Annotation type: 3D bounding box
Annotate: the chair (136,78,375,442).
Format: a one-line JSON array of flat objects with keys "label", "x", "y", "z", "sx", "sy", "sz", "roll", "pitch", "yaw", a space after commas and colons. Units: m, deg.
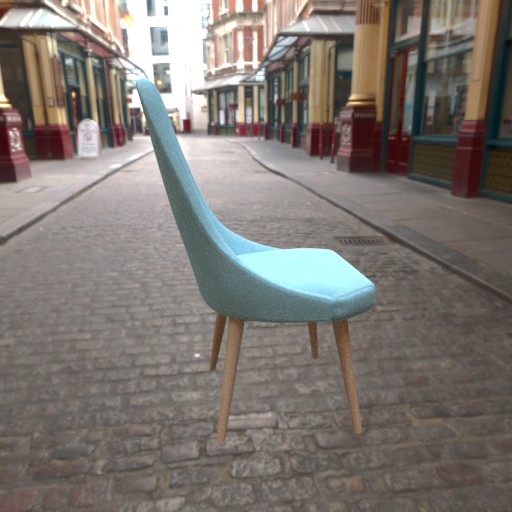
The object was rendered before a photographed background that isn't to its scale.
[{"label": "chair", "x": 0.000, "y": 0.000, "z": 1.417, "sx": 0.660, "sy": 1.040, "sz": 0.510, "roll": -3, "pitch": 16, "yaw": -9}]
